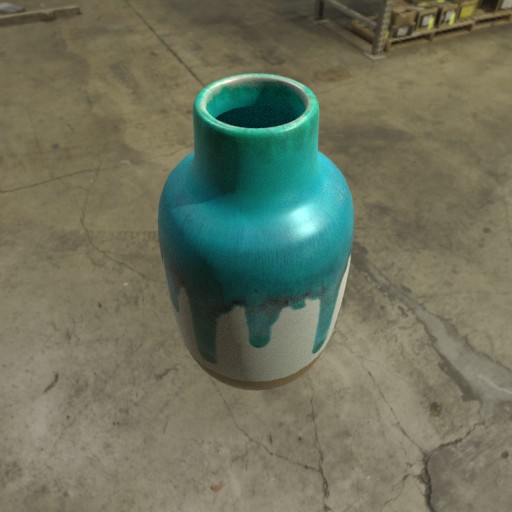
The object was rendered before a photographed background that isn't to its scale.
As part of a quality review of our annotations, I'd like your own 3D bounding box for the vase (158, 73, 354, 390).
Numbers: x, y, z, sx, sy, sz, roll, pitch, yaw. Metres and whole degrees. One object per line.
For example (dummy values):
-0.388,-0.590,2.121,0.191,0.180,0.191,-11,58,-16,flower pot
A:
0.000,0.000,0.256,0.106,0.192,0.106,0,47,0,vase
